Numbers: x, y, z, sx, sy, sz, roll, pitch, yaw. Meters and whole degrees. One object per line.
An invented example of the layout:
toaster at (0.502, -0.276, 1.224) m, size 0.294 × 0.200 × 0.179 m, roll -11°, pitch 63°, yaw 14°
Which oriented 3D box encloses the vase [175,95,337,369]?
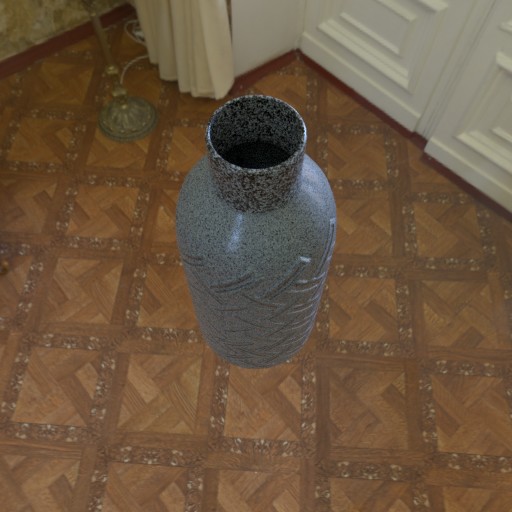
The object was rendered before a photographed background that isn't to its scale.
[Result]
vase at (0.000, 0.000, 0.347) m, size 0.122 × 0.282 × 0.122 m, roll 0°, pitch 64°, yaw 0°
